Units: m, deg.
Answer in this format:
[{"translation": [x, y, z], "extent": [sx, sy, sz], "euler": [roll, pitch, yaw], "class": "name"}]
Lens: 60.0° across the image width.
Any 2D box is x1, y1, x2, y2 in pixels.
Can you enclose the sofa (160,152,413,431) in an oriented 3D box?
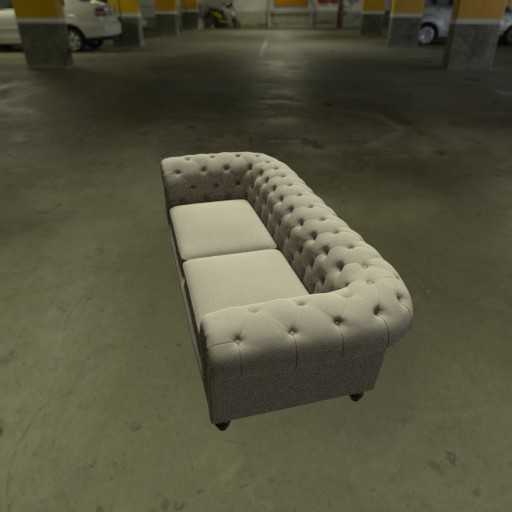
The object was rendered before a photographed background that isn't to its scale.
[{"translation": [0.000, 0.000, 2.843], "extent": [0.991, 0.749, 2.411], "euler": [-7, 30, -13], "class": "sofa"}]
